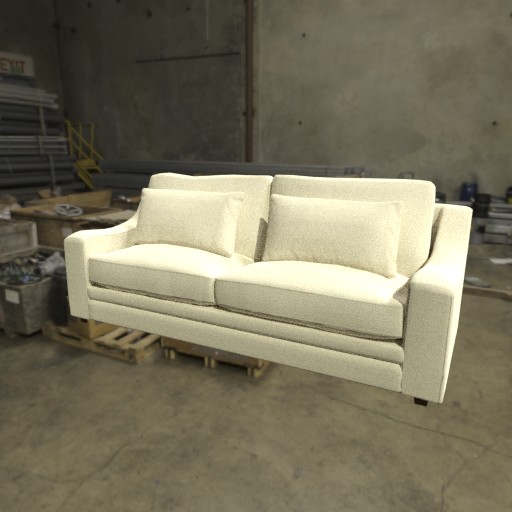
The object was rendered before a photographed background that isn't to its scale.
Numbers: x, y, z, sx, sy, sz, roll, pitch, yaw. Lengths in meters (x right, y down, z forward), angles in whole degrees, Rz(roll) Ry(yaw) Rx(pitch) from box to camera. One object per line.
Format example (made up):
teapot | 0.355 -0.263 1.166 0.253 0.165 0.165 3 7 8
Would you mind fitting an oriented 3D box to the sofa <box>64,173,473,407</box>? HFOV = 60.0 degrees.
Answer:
sofa | 0.000 0.000 2.902 2.470 1.022 1.009 7 16 26
